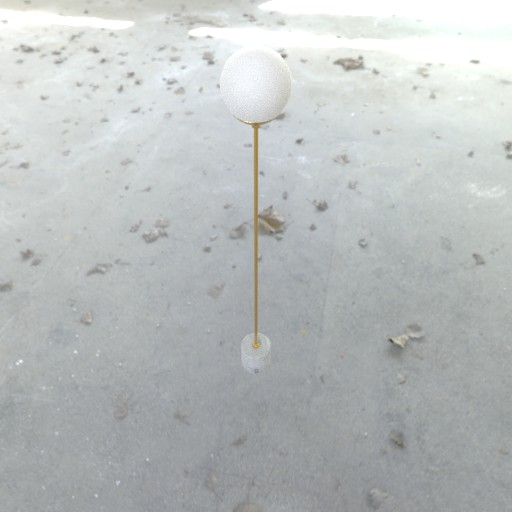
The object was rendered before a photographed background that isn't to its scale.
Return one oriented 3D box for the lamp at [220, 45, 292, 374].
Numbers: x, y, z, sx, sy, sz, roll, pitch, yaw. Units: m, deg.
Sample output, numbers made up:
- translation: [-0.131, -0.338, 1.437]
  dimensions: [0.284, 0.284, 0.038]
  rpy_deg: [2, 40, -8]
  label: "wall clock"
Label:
- translation: [0.000, 0.000, 1.927]
  dimensions: [0.224, 1.753, 0.224]
  rpy_deg: [10, 47, 9]
  label: "lamp"
